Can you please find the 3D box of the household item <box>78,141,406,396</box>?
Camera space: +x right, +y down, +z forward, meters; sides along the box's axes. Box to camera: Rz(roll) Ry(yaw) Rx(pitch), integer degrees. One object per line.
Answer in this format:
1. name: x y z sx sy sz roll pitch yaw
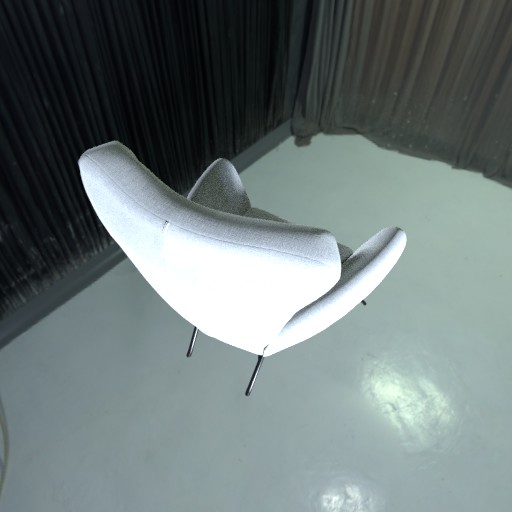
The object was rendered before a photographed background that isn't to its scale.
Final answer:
1. household item: 0.000 0.000 1.807 0.980 1.050 0.900 26 52 22
